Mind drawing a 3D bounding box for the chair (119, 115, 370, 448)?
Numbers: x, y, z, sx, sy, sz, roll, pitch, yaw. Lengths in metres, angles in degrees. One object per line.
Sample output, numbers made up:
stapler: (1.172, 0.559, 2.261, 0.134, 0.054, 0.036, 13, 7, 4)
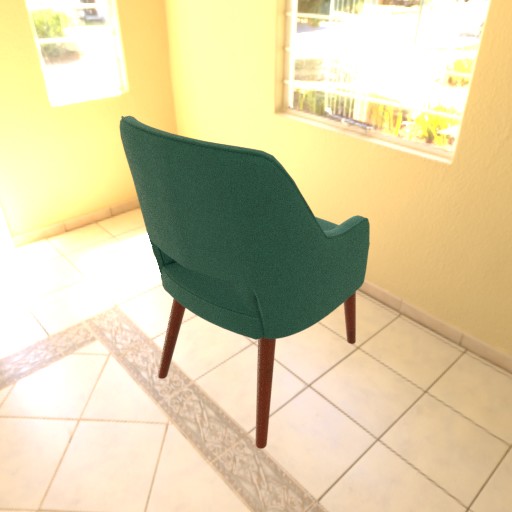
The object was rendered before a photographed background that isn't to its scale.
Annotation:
chair: (0.000, 0.000, 1.271, 0.548, 0.849, 0.605, 23, 39, 31)
